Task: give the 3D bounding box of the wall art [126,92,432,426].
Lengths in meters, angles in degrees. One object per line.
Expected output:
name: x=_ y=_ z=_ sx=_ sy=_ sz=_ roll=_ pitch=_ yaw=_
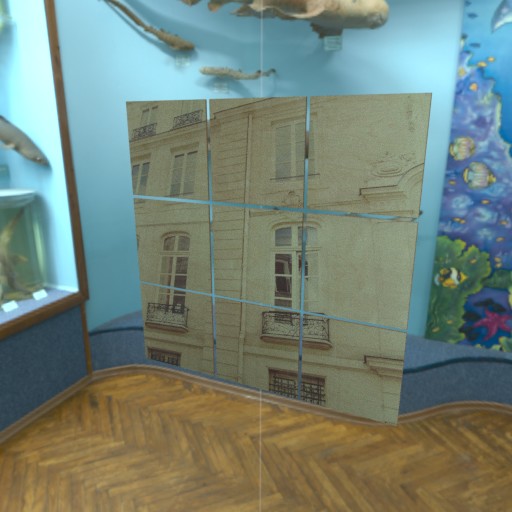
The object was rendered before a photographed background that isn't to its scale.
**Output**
wall art: x=0.000 y=0.000 z=2.262 sx=1.526 sy=1.522 sz=0.023 roll=8 pitch=18 yaw=25
